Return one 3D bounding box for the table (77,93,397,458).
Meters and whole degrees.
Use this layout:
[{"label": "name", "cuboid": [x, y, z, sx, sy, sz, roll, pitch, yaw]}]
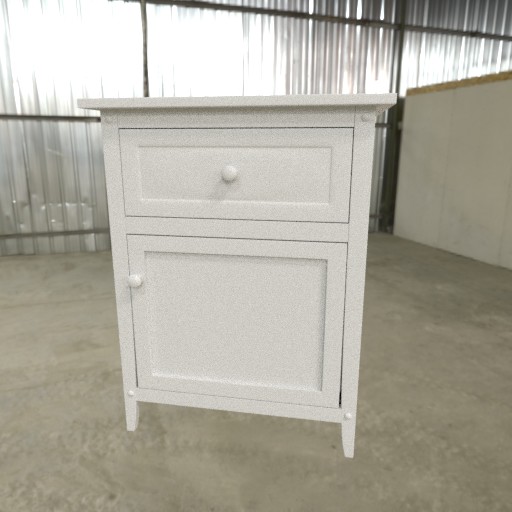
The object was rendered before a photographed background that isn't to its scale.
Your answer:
[{"label": "table", "cuboid": [0.000, 0.000, 0.756, 0.381, 0.483, 0.381, 3, 15, 10]}]
